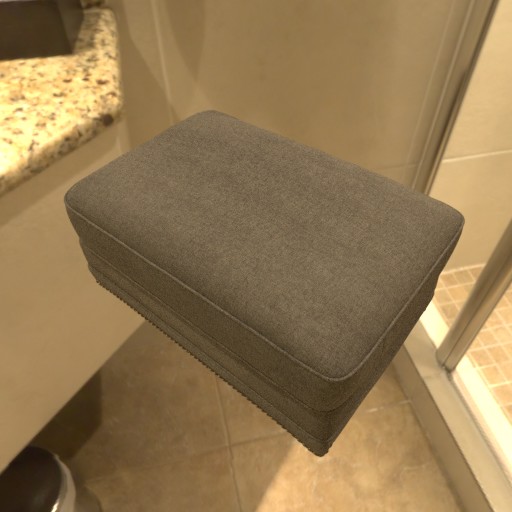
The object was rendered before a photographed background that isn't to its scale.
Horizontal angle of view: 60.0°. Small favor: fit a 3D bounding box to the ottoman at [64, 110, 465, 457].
[{"bbox_3d":[0.000,0.000,1.142,0.813,0.457,0.561,31,54,26],"label":"ottoman"}]
